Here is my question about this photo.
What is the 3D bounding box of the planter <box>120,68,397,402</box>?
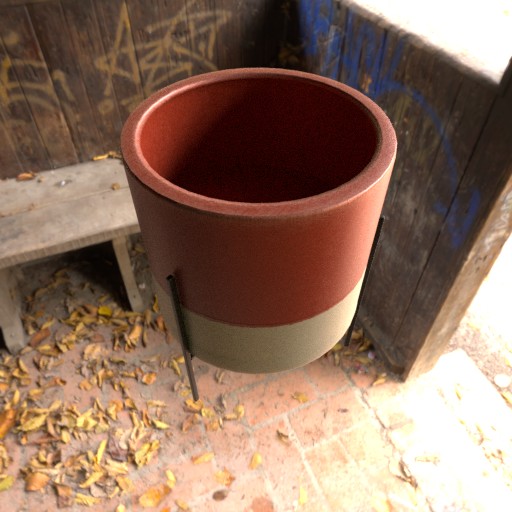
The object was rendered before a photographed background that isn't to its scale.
[{"bbox_3d":[0.000,0.000,0.721,0.345,0.465,0.354,30,54,25],"label":"planter"}]
